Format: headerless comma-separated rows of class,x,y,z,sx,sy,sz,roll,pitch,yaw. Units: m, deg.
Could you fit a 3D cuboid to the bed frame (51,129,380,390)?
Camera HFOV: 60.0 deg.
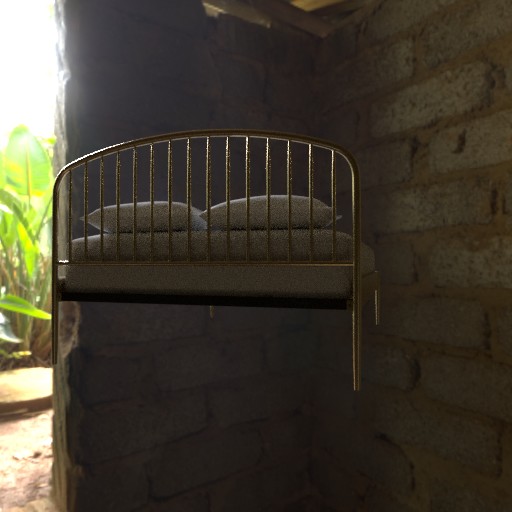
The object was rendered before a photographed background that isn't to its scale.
bed frame,0.000,0.000,3.136,1.612,1.175,2.152,0,-1,18
